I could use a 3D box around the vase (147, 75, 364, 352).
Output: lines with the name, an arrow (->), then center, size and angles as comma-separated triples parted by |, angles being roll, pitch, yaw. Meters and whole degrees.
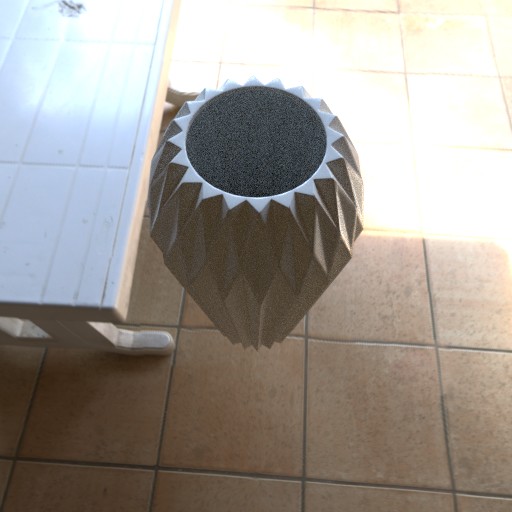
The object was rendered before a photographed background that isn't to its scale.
vase -> 0.000, 0.000, 0.337 | 0.133, 0.263, 0.133 | 0, 64, 0
